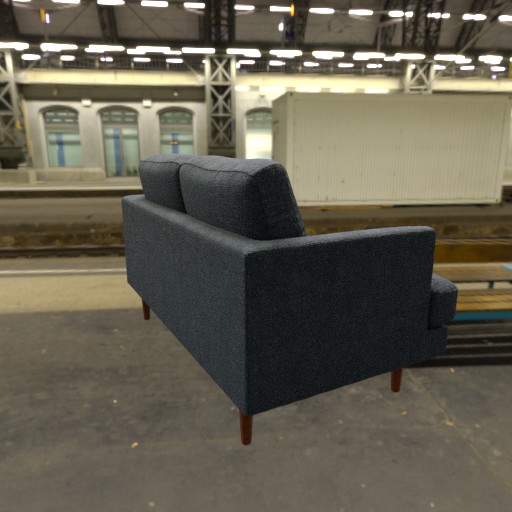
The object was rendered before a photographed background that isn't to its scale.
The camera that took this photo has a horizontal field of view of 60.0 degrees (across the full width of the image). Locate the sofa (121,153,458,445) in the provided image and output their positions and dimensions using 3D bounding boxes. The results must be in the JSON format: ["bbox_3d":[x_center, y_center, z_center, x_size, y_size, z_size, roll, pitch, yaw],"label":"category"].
[{"bbox_3d":[0.000,0.000,2.105,0.903,0.944,1.582,-7,16,-28],"label":"sofa"}]
